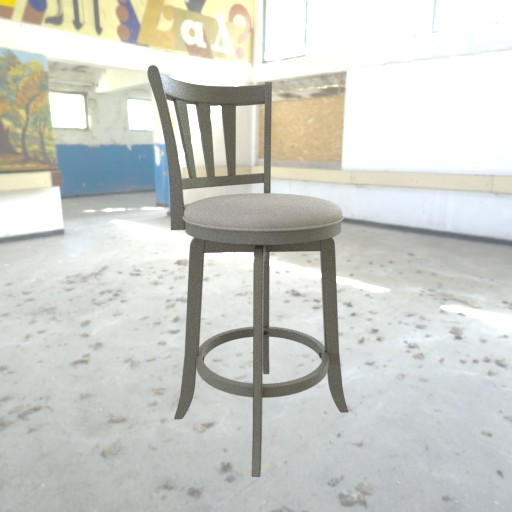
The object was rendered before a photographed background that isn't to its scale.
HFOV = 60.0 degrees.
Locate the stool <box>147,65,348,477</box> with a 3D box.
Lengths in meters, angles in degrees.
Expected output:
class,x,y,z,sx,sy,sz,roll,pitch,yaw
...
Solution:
class,x,y,z,sx,sy,sz,roll,pitch,yaw
stool,0.000,0.000,1.260,0.450,0.994,0.486,-14,20,-43
